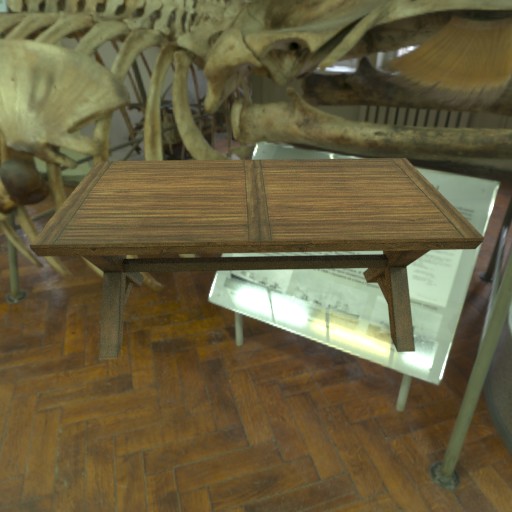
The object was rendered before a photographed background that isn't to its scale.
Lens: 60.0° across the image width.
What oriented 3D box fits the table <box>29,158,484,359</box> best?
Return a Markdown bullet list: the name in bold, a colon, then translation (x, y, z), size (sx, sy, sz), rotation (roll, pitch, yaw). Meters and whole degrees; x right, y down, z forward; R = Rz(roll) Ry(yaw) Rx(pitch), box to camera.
- **table**: translation (0.000, 0.000, 2.576), size (1.966, 0.793, 1.071), rotation (-1, 31, -2)
